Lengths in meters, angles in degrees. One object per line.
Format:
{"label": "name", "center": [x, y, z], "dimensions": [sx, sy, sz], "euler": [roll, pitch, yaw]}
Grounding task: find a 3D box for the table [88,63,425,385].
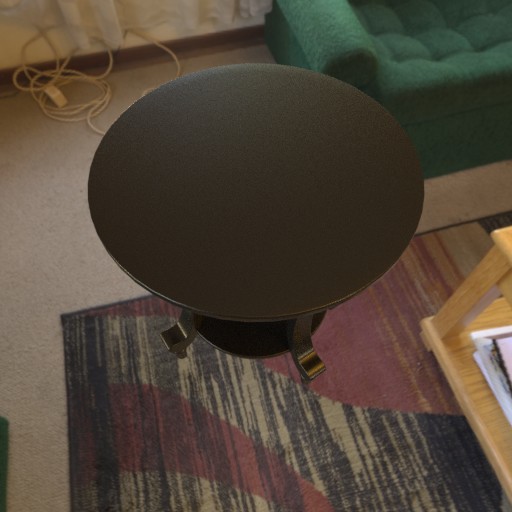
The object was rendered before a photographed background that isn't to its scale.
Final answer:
{"label": "table", "center": [0.000, 0.000, 1.059], "dimensions": [0.597, 0.618, 0.597], "euler": [0, 58, 0]}
